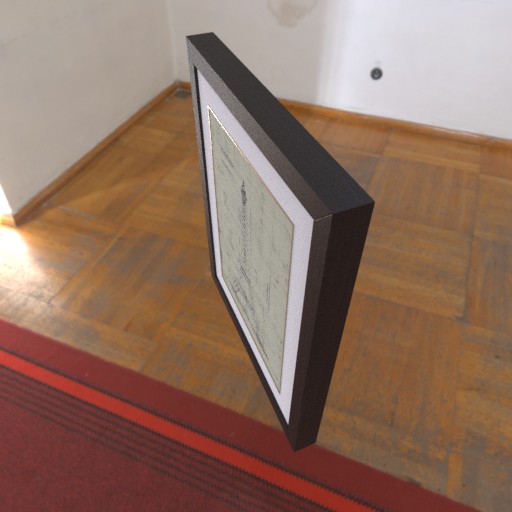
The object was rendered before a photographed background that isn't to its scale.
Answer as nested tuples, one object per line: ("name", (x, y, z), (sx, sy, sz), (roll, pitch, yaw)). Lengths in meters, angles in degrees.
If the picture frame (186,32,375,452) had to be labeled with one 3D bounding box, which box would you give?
("picture frame", (0.000, 0.000, 0.739), (0.044, 0.555, 0.452), (-17, 48, -16))
